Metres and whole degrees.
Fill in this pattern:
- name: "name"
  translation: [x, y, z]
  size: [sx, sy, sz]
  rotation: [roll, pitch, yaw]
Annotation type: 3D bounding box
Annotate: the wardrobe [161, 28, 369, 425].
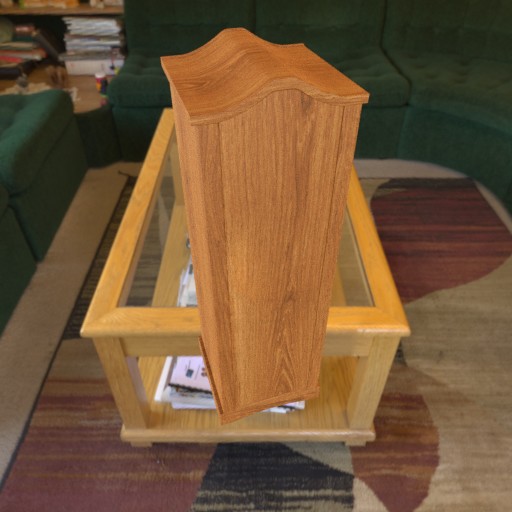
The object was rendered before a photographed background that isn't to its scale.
- name: "wardrobe"
  translation: [0.000, 0.000, 2.128]
  size: [0.590, 1.870, 0.570]
  rotation: [-12, 42, -13]
